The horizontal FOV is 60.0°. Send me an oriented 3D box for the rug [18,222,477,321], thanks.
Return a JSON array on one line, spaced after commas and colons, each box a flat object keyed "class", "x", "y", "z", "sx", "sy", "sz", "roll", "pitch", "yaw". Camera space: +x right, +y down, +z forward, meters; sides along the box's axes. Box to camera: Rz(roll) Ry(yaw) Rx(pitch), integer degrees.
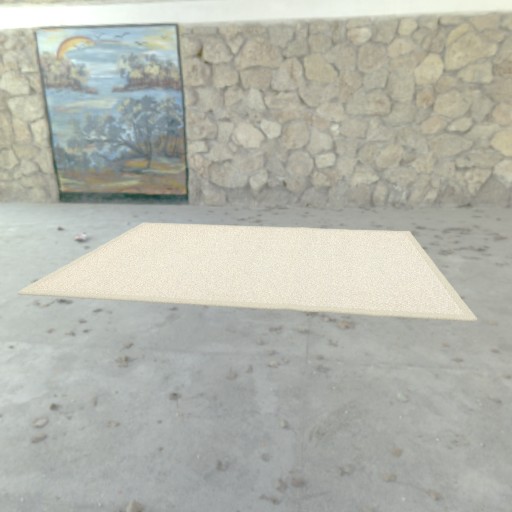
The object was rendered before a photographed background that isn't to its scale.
[{"class": "rug", "x": 0.000, "y": 0.000, "z": 4.748, "sx": 3.659, "sy": 0.037, "sz": 2.734, "roll": 2, "pitch": 17, "yaw": 8}]
